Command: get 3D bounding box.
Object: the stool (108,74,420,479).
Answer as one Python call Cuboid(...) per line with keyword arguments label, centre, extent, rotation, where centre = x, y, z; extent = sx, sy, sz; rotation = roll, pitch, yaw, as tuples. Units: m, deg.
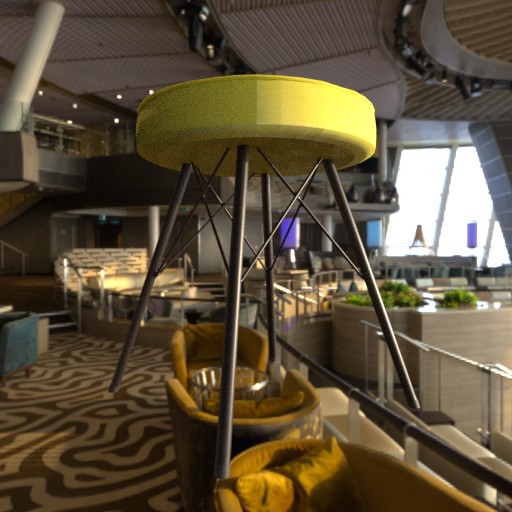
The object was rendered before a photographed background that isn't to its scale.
Cuboid(label="stool", centre=(0.000, 0.000, 0.785), extent=(0.409, 0.508, 0.409), rotation=(-1, 1, -36))
